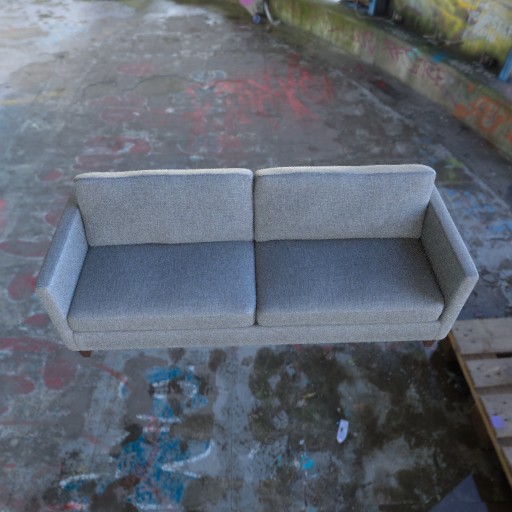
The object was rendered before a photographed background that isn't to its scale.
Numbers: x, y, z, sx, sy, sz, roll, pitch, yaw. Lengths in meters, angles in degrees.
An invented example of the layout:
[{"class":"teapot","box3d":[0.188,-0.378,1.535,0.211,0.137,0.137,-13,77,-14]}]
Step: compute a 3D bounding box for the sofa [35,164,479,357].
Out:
[{"class":"sofa","box3d":[0.000,0.000,2.876,2.434,0.951,0.948,-1,47,-1]}]
